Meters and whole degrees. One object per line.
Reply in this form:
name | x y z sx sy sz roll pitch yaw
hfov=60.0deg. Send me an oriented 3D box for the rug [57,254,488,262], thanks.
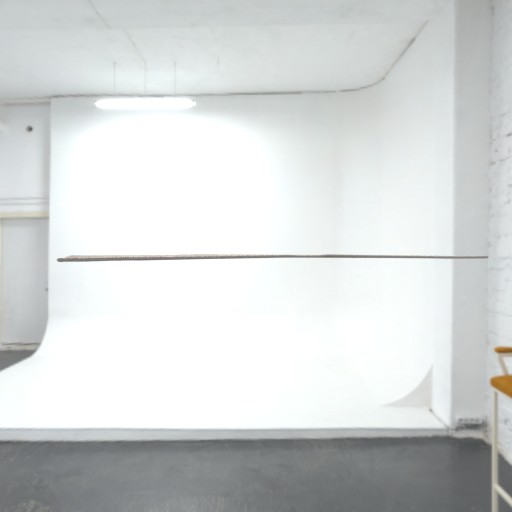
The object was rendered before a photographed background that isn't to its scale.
rug | 0.000 0.000 2.954 2.342 0.030 1.609 0 1 -20
